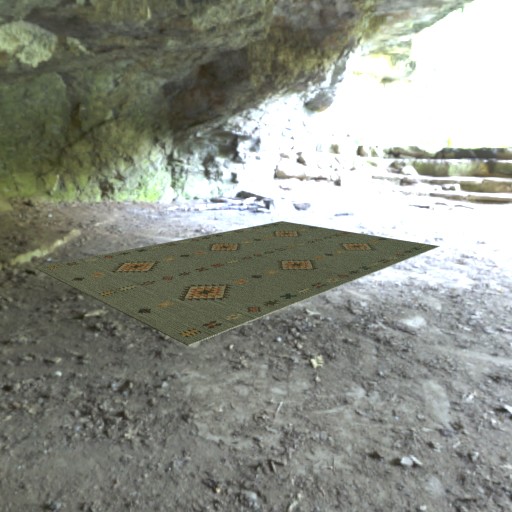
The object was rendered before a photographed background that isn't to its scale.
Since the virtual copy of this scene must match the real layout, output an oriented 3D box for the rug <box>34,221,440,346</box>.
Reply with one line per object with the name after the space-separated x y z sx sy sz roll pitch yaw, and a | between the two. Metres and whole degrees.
0.000 0.000 2.357 1.217 0.005 1.818 14 20 43 | rug
